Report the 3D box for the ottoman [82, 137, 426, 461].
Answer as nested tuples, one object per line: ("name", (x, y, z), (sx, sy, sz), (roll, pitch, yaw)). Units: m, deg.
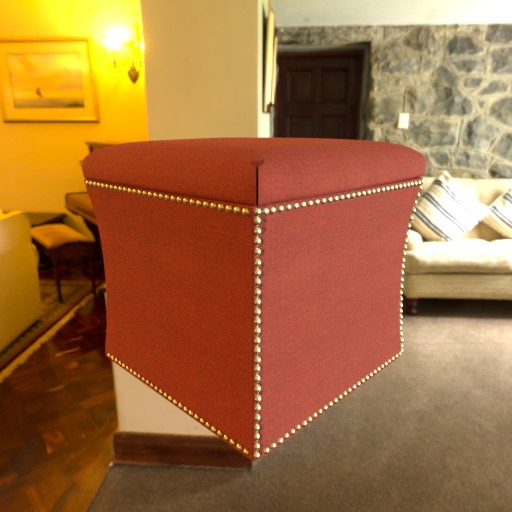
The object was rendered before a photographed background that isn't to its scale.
("ottoman", (0.000, 0.000, 0.920), (0.497, 0.475, 0.507), (15, 22, 42))
